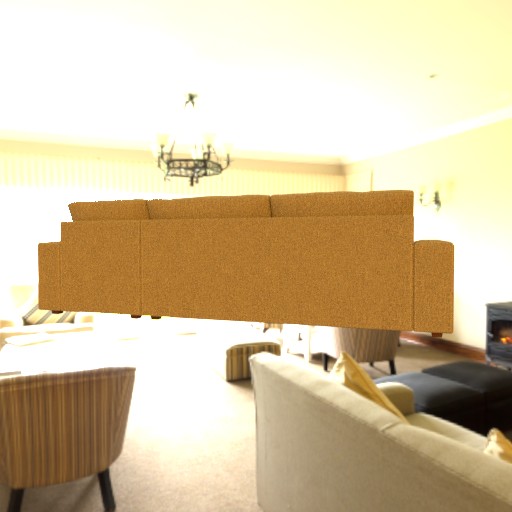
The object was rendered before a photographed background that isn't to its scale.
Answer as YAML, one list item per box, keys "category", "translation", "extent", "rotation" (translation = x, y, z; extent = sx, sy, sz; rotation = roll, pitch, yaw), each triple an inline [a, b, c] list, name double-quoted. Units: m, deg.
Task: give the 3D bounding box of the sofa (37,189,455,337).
- category: "sofa"
  translation: [0.000, 0.000, 3.521]
  extent: [2.718, 0.813, 1.689]
  rotation: [1, 2, 18]
